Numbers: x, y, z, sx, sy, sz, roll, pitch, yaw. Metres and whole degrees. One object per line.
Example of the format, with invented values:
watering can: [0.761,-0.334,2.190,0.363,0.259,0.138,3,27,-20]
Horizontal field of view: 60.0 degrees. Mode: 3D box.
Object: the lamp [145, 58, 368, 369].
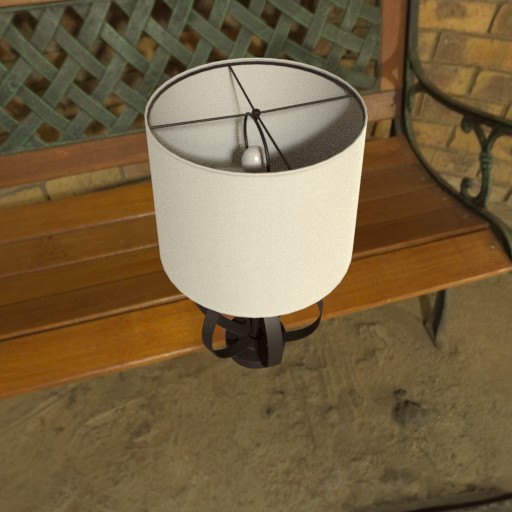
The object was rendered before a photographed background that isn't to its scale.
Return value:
lamp: [0.000,0.000,0.696,0.286,0.510,0.286,0,48,0]
